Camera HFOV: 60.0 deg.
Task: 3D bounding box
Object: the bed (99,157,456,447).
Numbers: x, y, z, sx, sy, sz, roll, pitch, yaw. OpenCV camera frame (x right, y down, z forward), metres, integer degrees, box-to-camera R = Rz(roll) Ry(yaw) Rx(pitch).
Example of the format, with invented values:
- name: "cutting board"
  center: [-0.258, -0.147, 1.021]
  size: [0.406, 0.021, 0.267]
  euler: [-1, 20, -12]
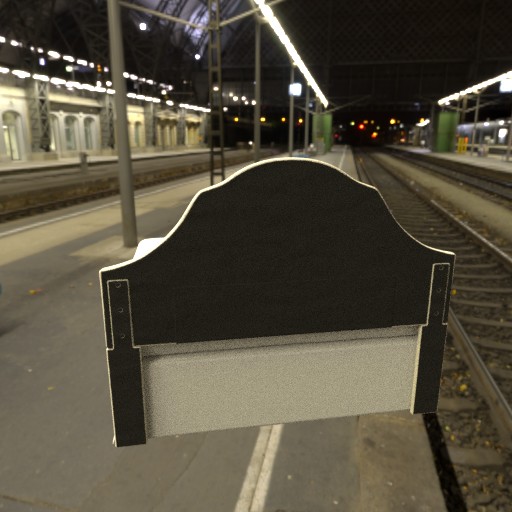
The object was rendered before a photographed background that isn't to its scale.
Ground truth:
- name: "bed"
  center: [0.000, 0.000, 3.389]
  size: [2.012, 1.555, 2.086]
  euler: [-3, 15, -10]
